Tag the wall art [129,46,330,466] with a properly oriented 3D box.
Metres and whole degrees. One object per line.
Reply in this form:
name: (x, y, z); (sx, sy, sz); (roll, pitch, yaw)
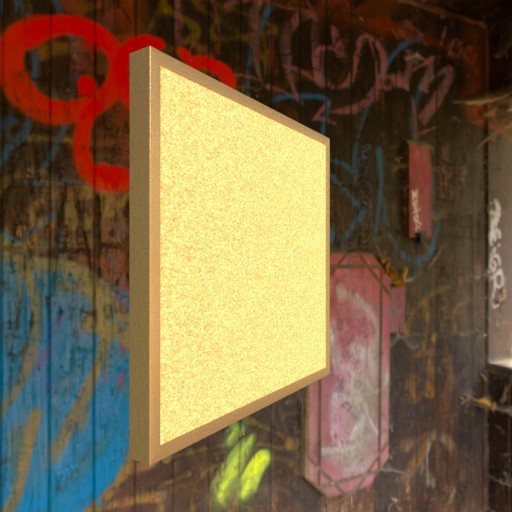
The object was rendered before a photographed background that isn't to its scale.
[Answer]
wall art: (0.000, 0.000, 0.758); (0.037, 0.509, 0.510); (0, 0, 34)
